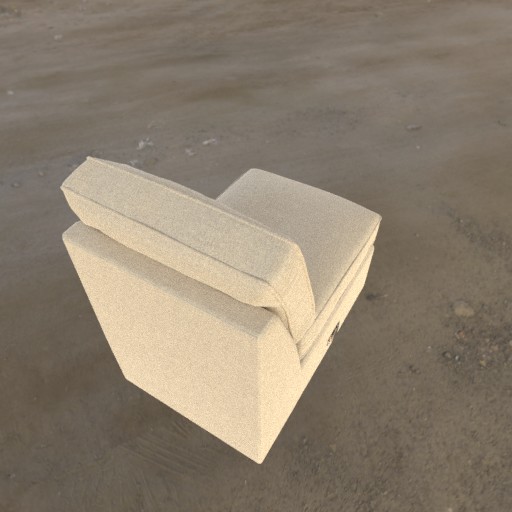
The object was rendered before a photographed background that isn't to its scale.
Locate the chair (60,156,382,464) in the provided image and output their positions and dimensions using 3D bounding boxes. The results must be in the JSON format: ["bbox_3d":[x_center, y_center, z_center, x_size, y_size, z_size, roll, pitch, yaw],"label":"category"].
[{"bbox_3d":[0.000,0.000,1.527,0.621,0.970,0.938,24,50,21],"label":"chair"}]
